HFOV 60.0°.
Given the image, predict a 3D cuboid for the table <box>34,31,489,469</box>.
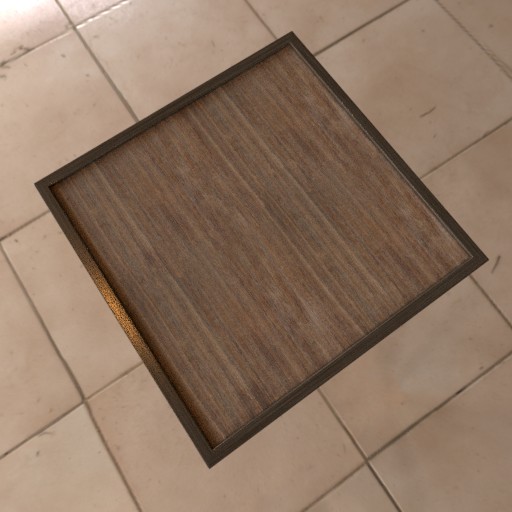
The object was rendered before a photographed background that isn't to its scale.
[{"bbox_3d":[0.000,0.000,1.069,0.611,0.507,0.609,-34,78,-8],"label":"table"}]
